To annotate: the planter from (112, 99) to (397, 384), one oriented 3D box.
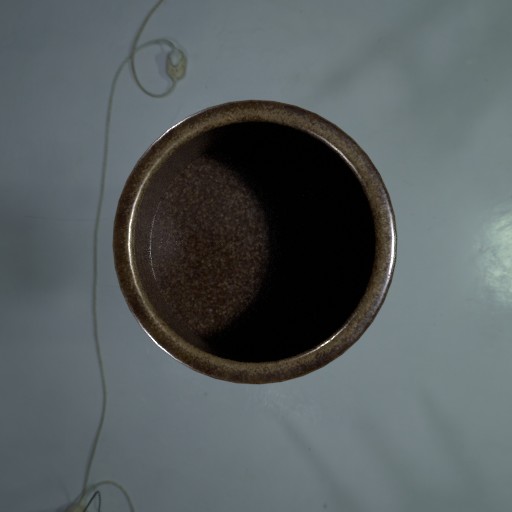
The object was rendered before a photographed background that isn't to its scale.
[{"bbox_3d":[0.000,0.000,0.565,0.255,0.375,0.269,0,89,0],"label":"planter"}]
